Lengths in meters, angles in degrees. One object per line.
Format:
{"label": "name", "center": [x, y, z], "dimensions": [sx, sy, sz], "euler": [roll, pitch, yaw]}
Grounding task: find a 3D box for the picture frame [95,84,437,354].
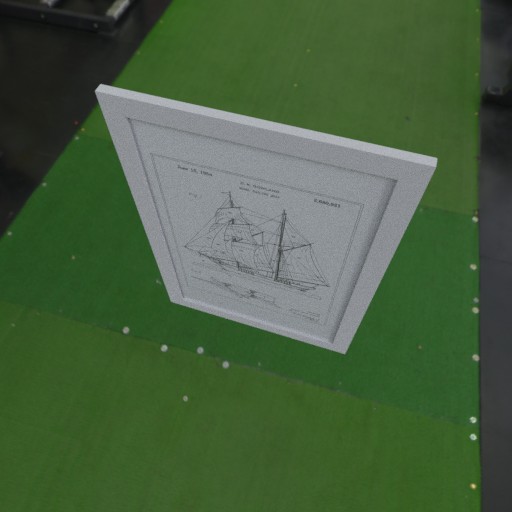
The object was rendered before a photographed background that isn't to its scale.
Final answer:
{"label": "picture frame", "center": [0.000, 0.000, 0.601], "dimensions": [0.326, 0.459, 0.011], "euler": [15, 59, 9]}
